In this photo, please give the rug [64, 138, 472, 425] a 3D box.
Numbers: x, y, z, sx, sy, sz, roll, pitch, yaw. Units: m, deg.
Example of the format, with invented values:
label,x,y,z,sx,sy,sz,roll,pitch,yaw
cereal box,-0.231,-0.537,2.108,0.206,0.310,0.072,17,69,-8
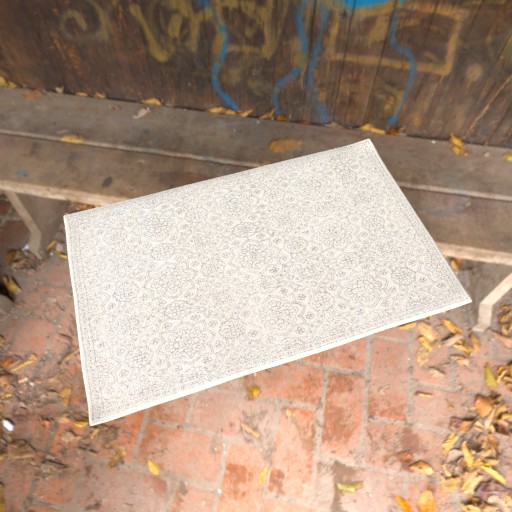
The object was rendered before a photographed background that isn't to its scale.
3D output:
label,x,y,z,sx,sy,sz,roll,pitch,yaw
rug,0.000,0.000,2.410,1.947,0.023,1.214,-16,60,-9
